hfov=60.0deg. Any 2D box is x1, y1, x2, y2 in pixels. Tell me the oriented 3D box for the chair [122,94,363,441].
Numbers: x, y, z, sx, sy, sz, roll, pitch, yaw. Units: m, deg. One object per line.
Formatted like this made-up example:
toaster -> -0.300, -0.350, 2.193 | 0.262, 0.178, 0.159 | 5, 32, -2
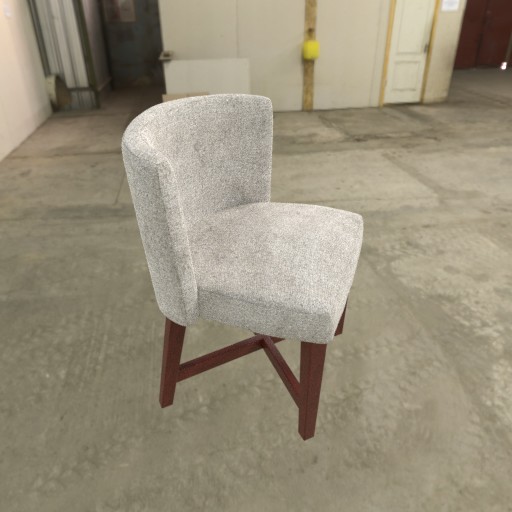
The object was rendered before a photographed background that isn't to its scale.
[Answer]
chair -> 0.000, 0.000, 1.301 | 0.575, 0.827, 0.728 | 10, 31, 16
